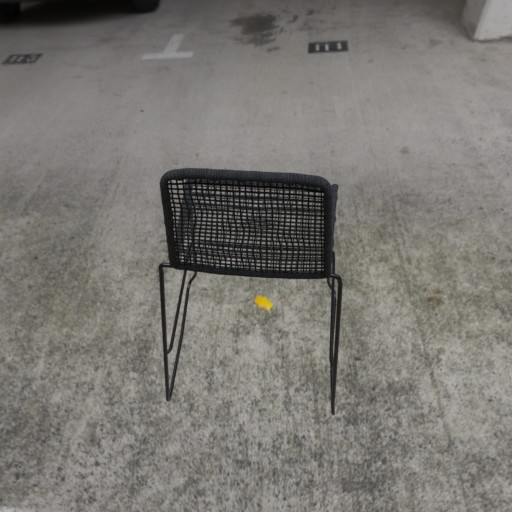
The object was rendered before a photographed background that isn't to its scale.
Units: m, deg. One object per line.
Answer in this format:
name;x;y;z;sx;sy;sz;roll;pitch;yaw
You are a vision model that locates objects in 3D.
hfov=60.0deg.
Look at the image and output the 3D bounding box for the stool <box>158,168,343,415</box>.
stool;0.000;0.000;1.266;0.590;0.905;0.509;4;46;3
